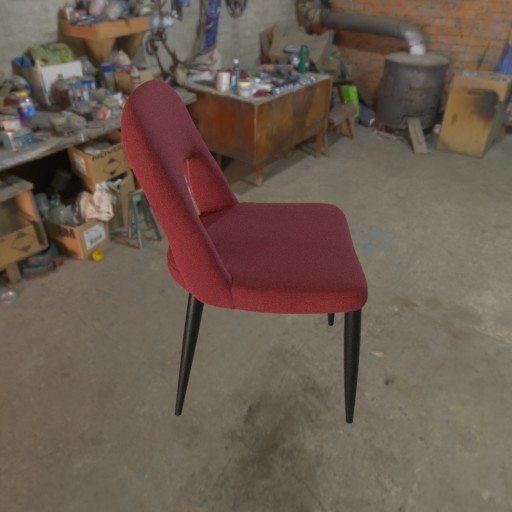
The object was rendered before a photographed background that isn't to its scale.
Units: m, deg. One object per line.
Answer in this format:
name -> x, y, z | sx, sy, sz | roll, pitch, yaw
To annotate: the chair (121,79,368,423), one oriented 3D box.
chair -> 0.000, 0.000, 1.226 | 0.569, 0.892, 0.483 | 0, 33, 1
